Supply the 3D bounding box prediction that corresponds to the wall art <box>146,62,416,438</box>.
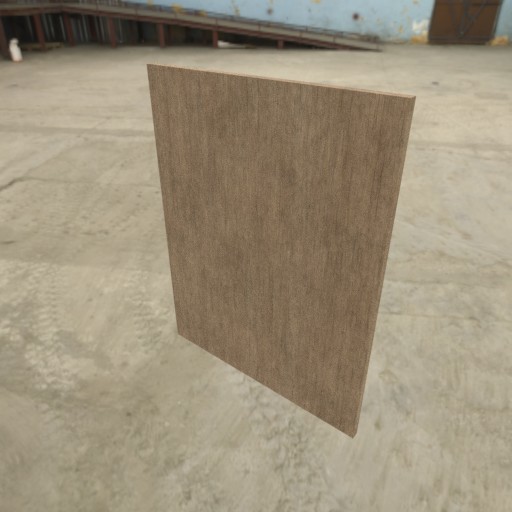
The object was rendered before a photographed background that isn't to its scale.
[{"bbox_3d":[0.000,0.000,0.904,0.534,0.686,0.018,22,37,32],"label":"wall art"}]
